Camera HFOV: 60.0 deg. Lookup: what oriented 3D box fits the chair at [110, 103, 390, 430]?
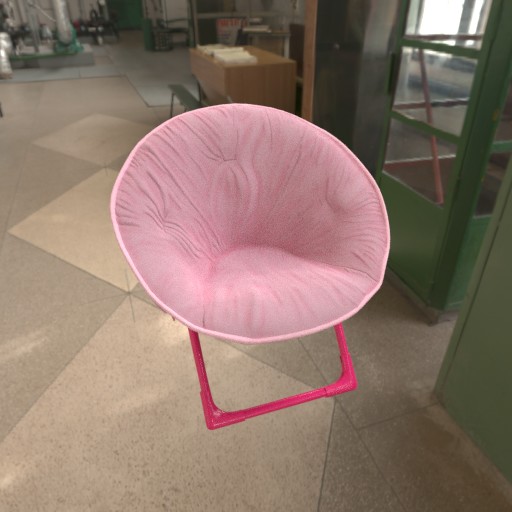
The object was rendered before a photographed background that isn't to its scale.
[{"bbox_3d":[0.000,0.000,0.892,0.522,0.494,0.459,-10,33,-16],"label":"chair"}]
